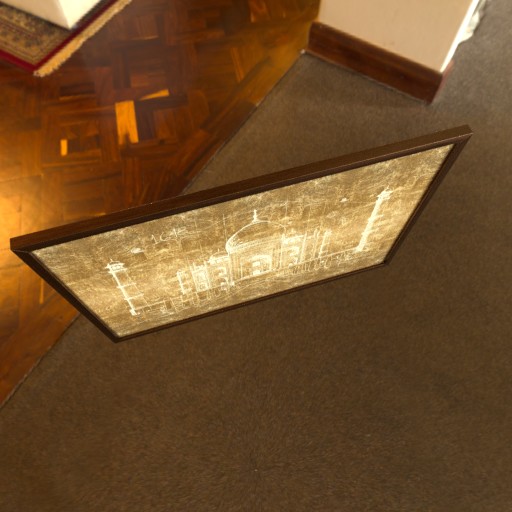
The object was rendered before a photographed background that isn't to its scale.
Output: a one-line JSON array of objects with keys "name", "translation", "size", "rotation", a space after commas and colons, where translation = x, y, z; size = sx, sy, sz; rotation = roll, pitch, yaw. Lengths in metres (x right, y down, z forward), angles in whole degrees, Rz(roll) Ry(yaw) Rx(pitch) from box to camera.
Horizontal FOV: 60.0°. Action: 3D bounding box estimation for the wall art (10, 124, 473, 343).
[{"name": "wall art", "translation": [0.000, 0.000, 0.535], "size": [0.431, 0.304, 0.012], "rotation": [-15, 65, -7]}]
